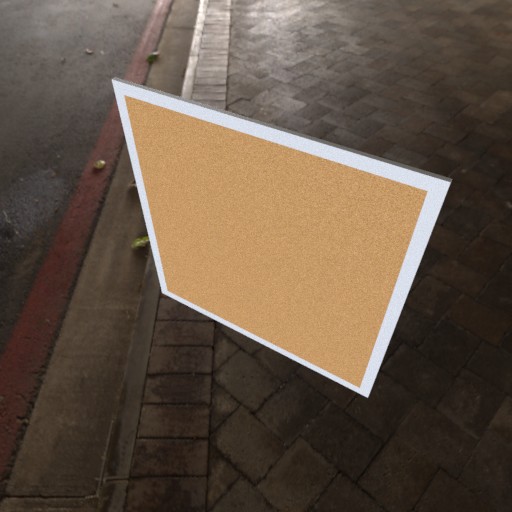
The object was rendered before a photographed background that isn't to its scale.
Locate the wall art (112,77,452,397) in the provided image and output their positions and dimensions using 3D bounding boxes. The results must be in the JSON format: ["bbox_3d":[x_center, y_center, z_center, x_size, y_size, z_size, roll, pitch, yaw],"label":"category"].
[{"bbox_3d":[0.000,0.000,1.226,0.812,0.813,0.013,23,50,21],"label":"wall art"}]
